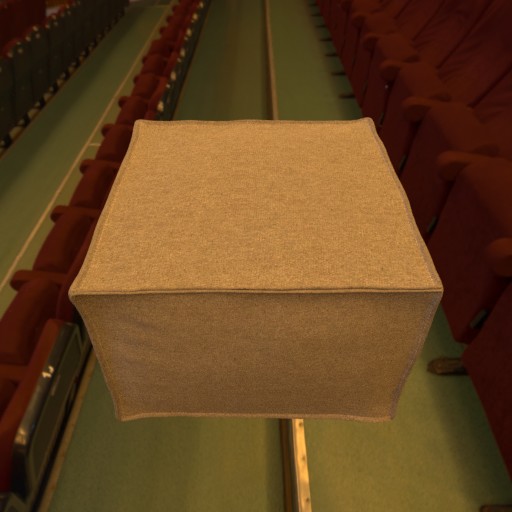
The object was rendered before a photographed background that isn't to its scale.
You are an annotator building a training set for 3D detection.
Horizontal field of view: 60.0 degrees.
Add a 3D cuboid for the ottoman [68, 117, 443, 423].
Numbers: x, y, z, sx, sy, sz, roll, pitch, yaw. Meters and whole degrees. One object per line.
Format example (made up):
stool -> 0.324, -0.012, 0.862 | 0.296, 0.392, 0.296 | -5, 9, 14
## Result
ottoman -> 0.000, 0.000, 1.153 | 0.696, 0.470, 0.707 | 0, 42, -1
